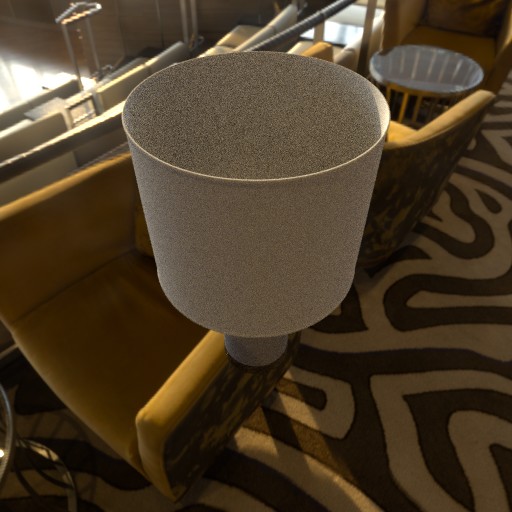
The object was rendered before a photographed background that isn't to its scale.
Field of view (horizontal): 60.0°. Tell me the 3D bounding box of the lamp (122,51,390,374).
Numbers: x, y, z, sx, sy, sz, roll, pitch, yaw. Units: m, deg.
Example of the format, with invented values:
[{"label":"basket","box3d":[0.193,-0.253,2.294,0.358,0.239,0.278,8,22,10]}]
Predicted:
[{"label":"lamp","box3d":[0.000,0.000,0.520,0.229,0.380,0.229,0,46,0]}]
